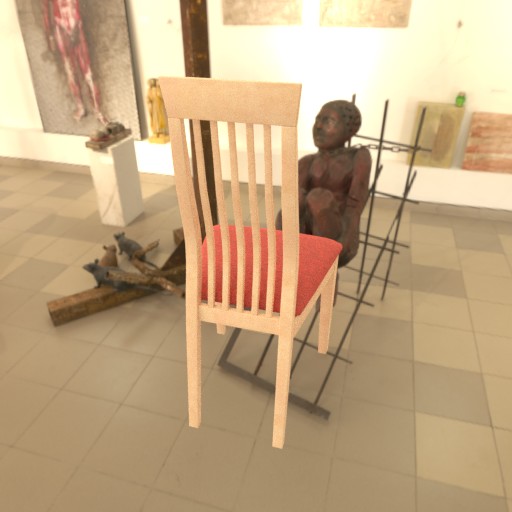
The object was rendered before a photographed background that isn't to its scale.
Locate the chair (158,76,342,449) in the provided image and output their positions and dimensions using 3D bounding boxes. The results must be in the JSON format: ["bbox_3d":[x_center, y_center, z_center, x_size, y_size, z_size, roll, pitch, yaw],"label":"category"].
[{"bbox_3d":[0.000,0.000,1.280,0.460,1.027,0.474,8,32,13],"label":"chair"}]
